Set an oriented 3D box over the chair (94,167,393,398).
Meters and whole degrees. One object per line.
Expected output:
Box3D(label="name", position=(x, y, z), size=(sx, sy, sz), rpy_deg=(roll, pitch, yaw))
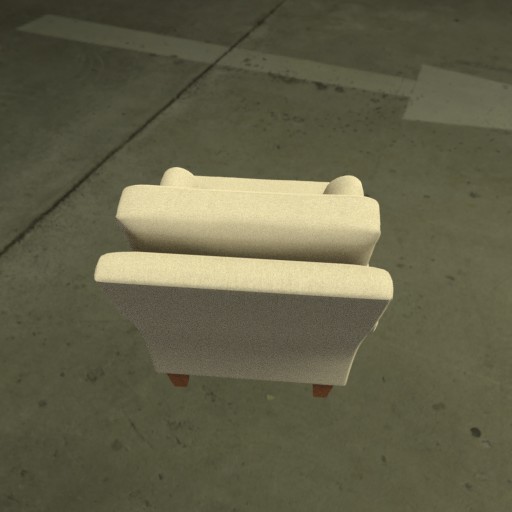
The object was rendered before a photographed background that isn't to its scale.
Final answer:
Box3D(label="chair", position=(0.000, 0.000, 1.887), size=(0.895, 1.076, 1.078), rpy_deg=(3, 47, 3))
